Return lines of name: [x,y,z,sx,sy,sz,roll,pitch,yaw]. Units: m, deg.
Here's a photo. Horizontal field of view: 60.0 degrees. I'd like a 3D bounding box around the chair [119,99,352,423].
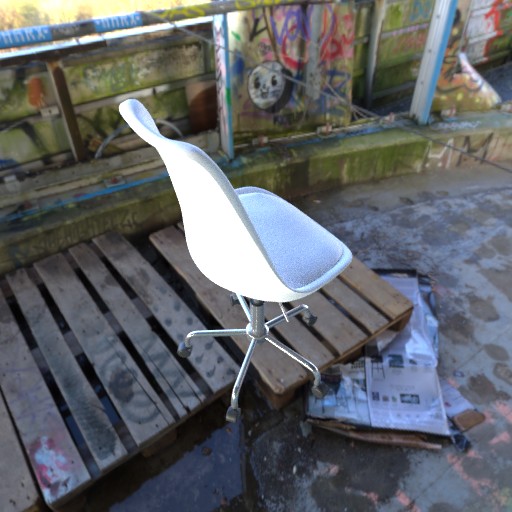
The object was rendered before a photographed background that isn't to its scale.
chair: [0.000,0.000,1.265,0.550,0.930,0.550,-25,47,-26]
